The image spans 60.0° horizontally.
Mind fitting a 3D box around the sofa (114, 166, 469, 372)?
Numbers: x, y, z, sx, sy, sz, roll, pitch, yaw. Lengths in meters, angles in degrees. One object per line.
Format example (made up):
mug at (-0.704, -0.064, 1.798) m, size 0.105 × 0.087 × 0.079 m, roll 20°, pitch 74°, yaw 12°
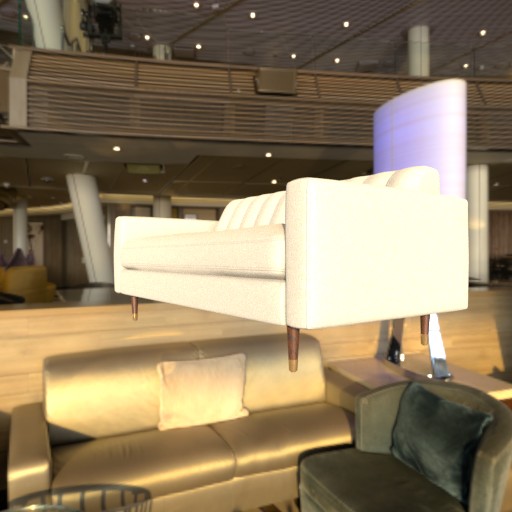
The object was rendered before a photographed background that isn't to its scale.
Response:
sofa at (0.000, 0.000, 2.408) m, size 0.969 × 0.814 × 1.895 m, roll 0°, pitch 0°, yaw -36°
